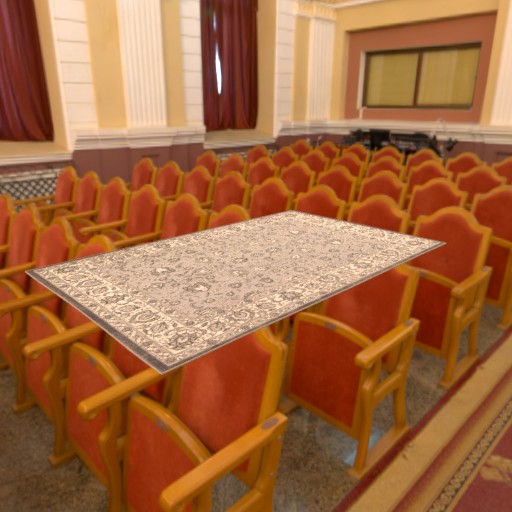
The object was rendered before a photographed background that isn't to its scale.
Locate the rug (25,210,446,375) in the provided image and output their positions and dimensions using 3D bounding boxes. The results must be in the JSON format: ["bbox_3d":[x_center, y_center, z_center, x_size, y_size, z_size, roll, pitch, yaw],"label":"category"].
[{"bbox_3d":[0.000,0.000,2.975,2.438,0.011,1.524,-17,25,-41],"label":"rug"}]
